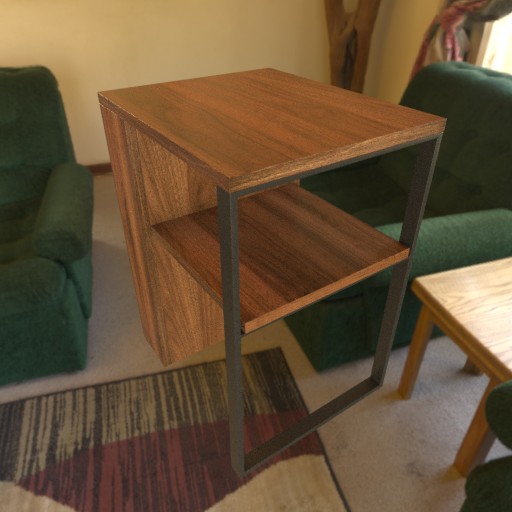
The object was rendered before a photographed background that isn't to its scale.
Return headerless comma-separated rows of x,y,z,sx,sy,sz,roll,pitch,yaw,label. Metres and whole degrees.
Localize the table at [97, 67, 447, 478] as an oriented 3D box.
0.000,0.000,1.551,0.660,1.041,0.786,-21,39,-28,table
